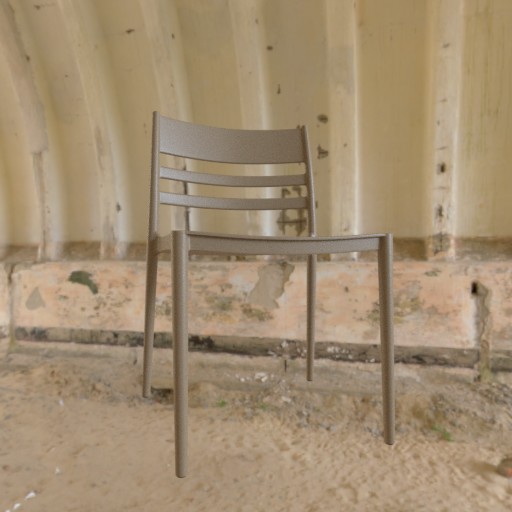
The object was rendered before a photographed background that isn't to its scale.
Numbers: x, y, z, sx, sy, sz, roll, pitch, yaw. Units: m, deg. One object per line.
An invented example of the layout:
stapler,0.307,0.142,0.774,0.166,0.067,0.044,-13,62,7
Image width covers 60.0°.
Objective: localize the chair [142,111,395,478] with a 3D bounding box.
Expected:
chair,0.000,0.000,1.111,0.531,0.800,0.511,0,1,-18
